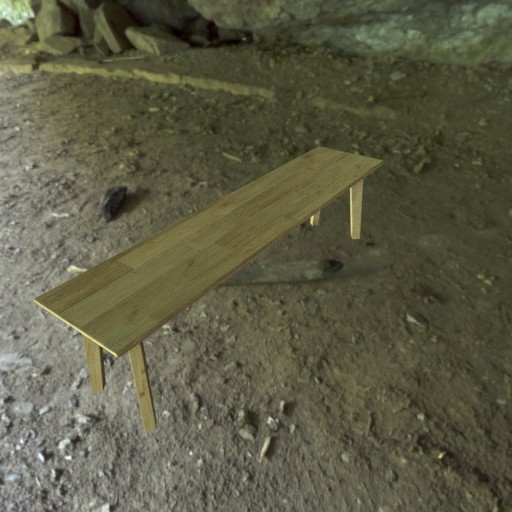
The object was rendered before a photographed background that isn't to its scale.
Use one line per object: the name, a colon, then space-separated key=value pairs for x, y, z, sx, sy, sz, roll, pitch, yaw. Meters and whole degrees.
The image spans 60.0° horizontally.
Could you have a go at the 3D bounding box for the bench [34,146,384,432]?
bench: x=0.000 y=0.000 z=1.900 sx=0.378 sy=0.431 sz=1.698 roll=22 pitch=38 yaw=30
